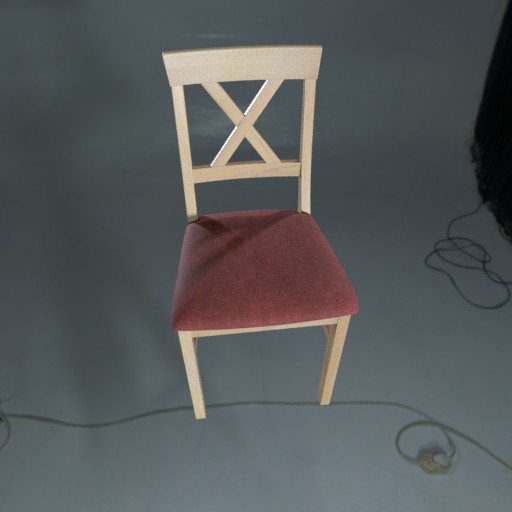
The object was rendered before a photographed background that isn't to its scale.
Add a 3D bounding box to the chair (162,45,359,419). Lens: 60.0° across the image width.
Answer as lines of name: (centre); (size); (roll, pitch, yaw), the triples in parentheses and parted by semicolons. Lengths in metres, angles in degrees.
chair: (0.000, 0.000, 1.188); (0.439, 0.912, 0.492); (-5, 45, -5)
